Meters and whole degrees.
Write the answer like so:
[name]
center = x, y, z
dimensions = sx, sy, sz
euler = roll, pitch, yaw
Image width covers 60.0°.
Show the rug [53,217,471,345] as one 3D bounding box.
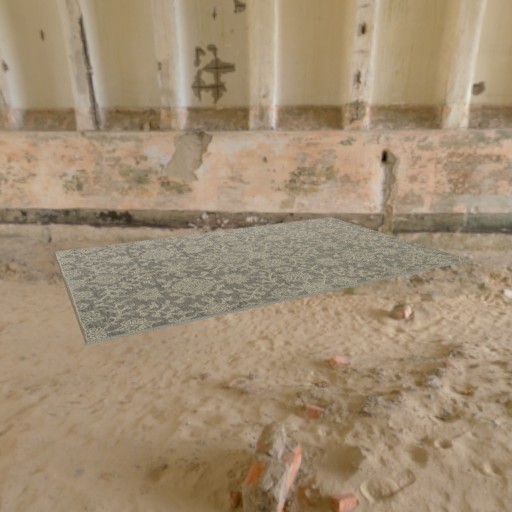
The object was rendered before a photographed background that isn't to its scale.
[rug]
center = 0.000, 0.000, 3.036
dimensions = 2.430, 0.010, 1.515
euler = -9, 19, -27
